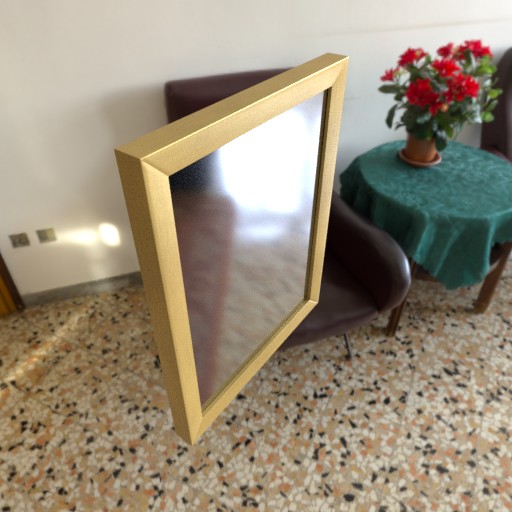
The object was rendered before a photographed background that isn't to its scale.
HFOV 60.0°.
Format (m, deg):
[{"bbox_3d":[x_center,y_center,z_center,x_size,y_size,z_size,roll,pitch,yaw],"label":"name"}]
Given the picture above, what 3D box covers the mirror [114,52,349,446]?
[{"bbox_3d":[0.000,0.000,0.692,0.041,0.508,0.405,25,45,27],"label":"mirror"}]
